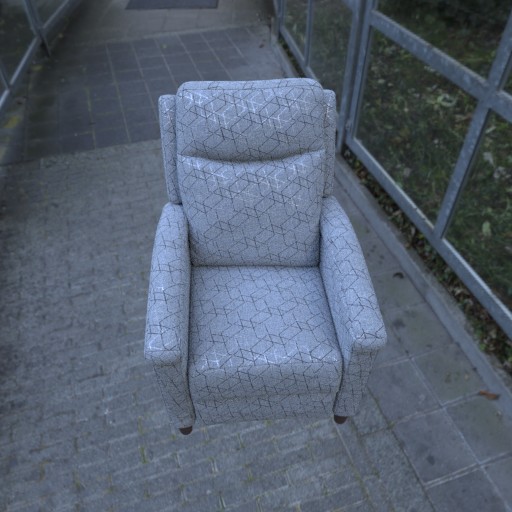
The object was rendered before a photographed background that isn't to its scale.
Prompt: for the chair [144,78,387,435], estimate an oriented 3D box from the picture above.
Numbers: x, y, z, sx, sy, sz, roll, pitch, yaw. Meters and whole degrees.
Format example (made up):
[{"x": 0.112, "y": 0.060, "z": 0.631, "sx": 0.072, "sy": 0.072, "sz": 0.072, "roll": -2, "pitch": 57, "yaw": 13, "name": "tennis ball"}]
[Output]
[{"x": 0.000, "y": 0.000, "z": 1.697, "sx": 0.753, "sy": 1.048, "sz": 0.987, "roll": -3, "pitch": 45, "yaw": -3, "name": "chair"}]
